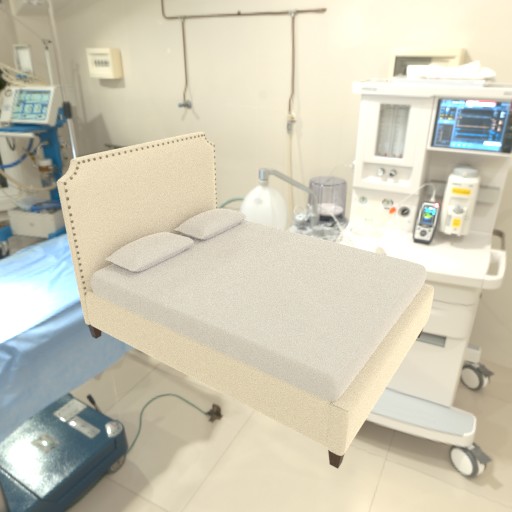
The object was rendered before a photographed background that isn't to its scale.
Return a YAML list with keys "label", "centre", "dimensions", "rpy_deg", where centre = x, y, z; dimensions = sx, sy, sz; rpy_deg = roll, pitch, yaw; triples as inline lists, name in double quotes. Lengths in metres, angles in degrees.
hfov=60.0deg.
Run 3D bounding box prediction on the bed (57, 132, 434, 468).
- label: "bed"
  centre: [0.000, 0.000, 3.461]
  dimensions: [2.372, 1.497, 1.712]
  rpy_deg: [17, 30, 31]
